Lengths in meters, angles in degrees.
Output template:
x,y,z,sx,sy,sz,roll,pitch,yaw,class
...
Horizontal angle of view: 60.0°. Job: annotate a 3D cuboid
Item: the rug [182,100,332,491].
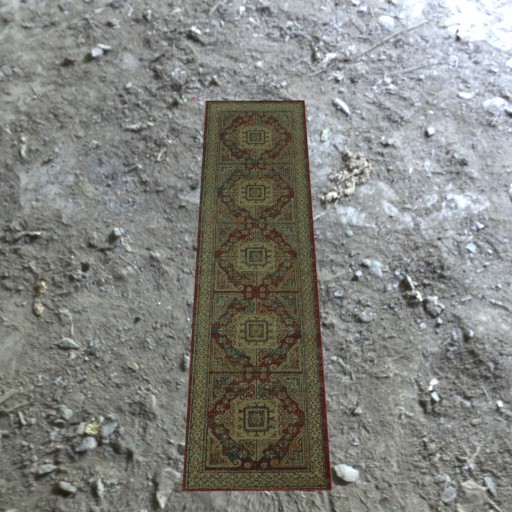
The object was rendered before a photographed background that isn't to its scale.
x,y,z,sx,sy,sz,roll,pitch,yaw,class
0.000,0.000,2.446,0.659,0.015,2.292,0,64,0,rug
